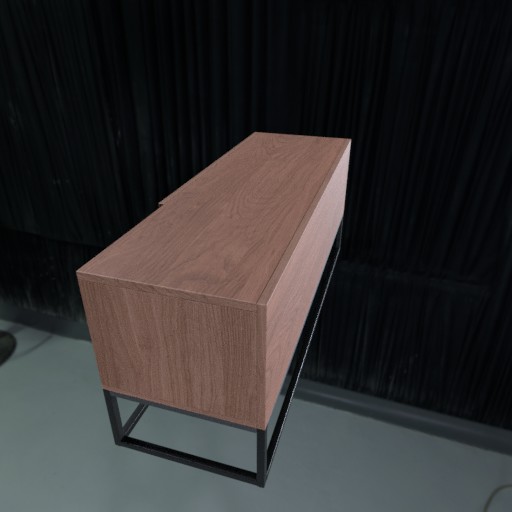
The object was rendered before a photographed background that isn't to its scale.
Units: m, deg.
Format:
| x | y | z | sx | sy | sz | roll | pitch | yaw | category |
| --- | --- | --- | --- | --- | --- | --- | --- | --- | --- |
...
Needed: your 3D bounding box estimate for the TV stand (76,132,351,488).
| x | y | z | sx | sy | sz | roll | pitch | yaw | category |
| --- | --- | --- | --- | --- | --- | --- | --- | --- | --- |
| 0.000 | 0.000 | 1.429 | 0.415 | 0.500 | 1.200 | 9 | 30 | 15 | TV stand |
